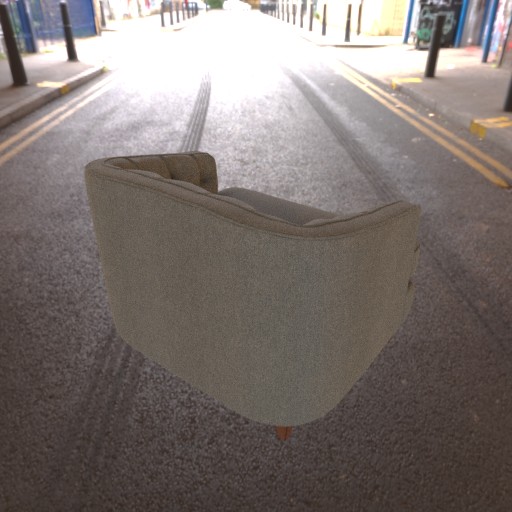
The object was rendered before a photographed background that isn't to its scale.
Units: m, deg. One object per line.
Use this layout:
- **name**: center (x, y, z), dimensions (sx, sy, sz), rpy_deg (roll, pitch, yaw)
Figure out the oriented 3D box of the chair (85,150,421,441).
- **chair**: center (0.000, 0.000, 1.783), dimensions (1.094, 0.852, 0.945), rpy_deg (21, 36, 31)
